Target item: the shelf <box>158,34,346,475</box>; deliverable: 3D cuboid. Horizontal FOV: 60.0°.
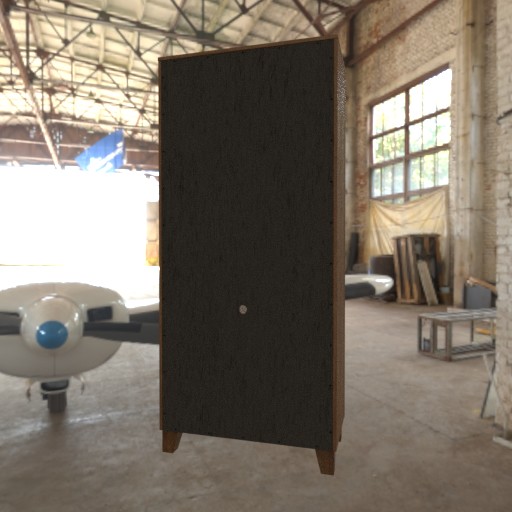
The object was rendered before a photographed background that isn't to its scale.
[{"bbox_3d":[0.000,0.000,2.266,0.864,1.930,0.453,0,1,16],"label":"shelf"}]
